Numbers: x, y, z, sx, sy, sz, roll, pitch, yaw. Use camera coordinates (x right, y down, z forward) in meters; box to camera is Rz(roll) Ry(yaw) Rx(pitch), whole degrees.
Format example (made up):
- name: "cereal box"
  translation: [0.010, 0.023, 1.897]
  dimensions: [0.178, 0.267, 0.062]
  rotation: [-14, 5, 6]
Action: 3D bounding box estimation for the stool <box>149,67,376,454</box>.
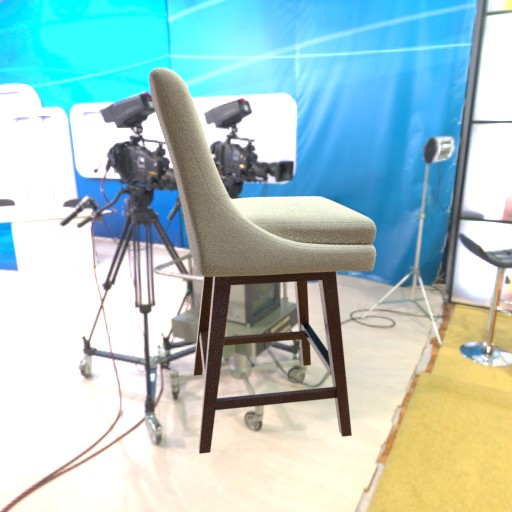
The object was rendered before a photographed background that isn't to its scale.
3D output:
- name: "stool"
  translation: [0.000, 0.000, 1.324]
  dimensions: [0.559, 0.991, 0.483]
  rotation: [-3, 16, -9]
